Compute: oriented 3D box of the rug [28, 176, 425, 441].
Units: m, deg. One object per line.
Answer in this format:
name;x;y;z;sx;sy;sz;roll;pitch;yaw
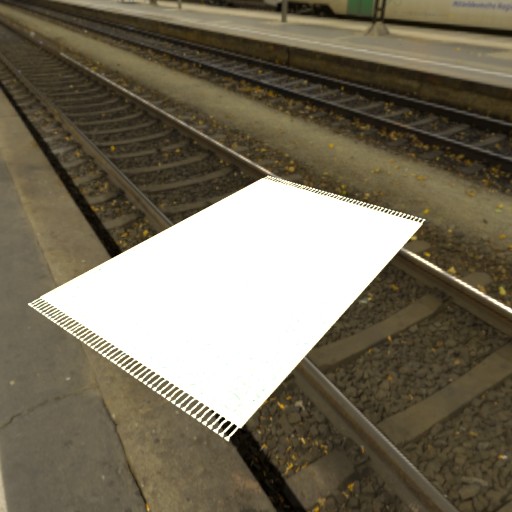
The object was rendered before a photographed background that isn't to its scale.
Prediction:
rug;0.000;0.000;3.042;1.524;0.010;2.438;22;38;30
